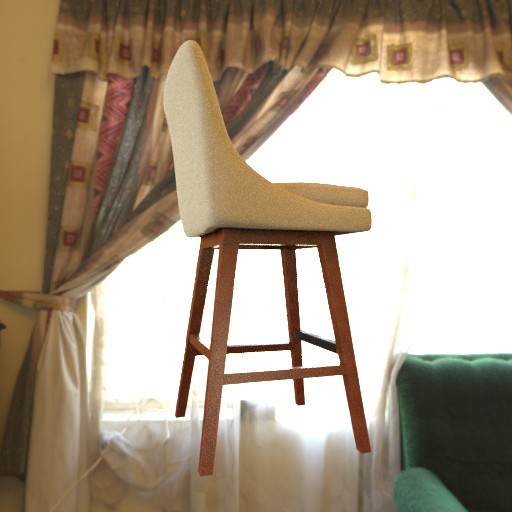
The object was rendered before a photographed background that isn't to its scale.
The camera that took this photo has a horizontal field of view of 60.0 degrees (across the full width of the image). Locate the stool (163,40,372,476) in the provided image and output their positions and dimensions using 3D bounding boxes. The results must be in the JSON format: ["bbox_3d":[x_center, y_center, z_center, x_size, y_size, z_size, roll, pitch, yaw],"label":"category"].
[{"bbox_3d":[0.000,0.000,1.382,0.559,1.092,0.470,0,-2,-18],"label":"stool"}]
